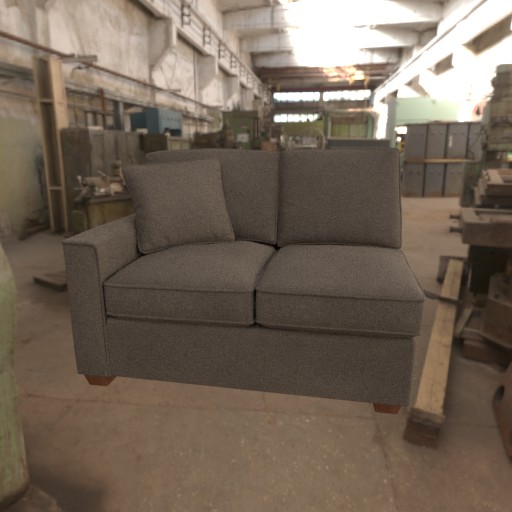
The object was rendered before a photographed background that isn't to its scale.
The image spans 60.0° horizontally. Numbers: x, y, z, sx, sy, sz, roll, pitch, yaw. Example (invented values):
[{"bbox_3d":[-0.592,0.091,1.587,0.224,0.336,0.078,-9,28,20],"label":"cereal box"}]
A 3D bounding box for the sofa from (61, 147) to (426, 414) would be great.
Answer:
[{"bbox_3d":[0.000,0.000,2.092,1.388,0.989,0.991,2,15,10],"label":"sofa"}]
